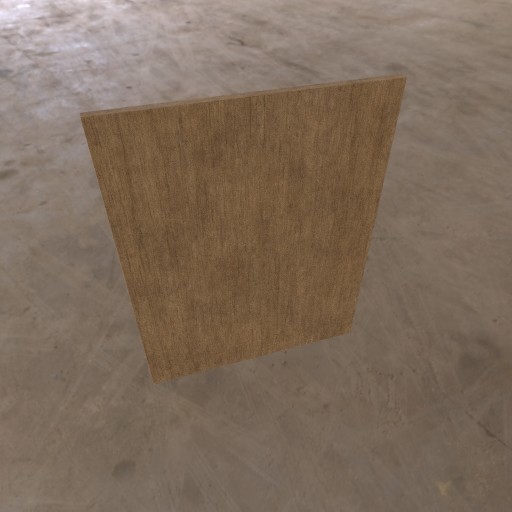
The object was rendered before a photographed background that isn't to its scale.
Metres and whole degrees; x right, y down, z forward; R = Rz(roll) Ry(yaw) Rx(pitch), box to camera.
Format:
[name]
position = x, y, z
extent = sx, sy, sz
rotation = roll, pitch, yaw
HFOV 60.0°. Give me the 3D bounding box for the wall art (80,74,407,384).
[wall art]
position = 0.000, 0.000, 0.928
extent = 0.534, 0.686, 0.018
rotation = -12, 43, -13
